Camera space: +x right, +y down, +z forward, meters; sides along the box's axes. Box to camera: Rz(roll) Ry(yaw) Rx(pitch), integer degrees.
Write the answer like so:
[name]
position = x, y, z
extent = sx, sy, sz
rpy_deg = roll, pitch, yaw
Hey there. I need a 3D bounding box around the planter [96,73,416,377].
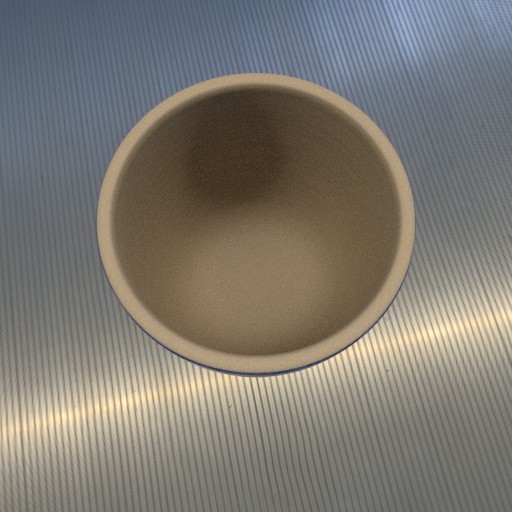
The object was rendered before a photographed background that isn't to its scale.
[planter]
position = 0.000, 0.000, 0.349
extent = 0.184, 0.206, 0.184
rpy_deg = 0, 75, 0
